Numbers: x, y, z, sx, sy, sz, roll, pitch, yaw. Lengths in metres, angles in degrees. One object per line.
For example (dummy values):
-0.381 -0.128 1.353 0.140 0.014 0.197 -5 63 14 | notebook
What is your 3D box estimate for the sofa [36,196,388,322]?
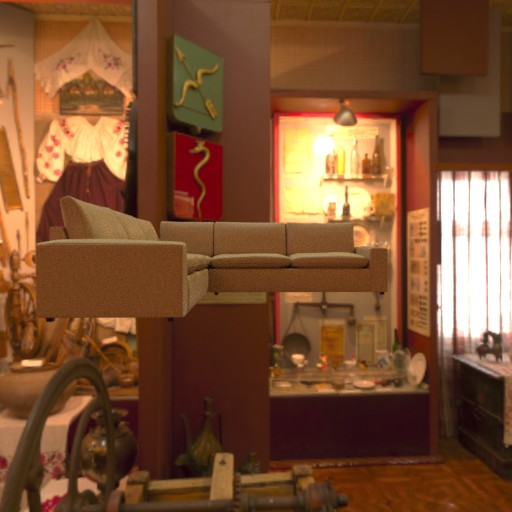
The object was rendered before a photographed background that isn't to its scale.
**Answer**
0.000 0.000 4.026 2.742 0.800 2.622 0 0 -2 | sofa
